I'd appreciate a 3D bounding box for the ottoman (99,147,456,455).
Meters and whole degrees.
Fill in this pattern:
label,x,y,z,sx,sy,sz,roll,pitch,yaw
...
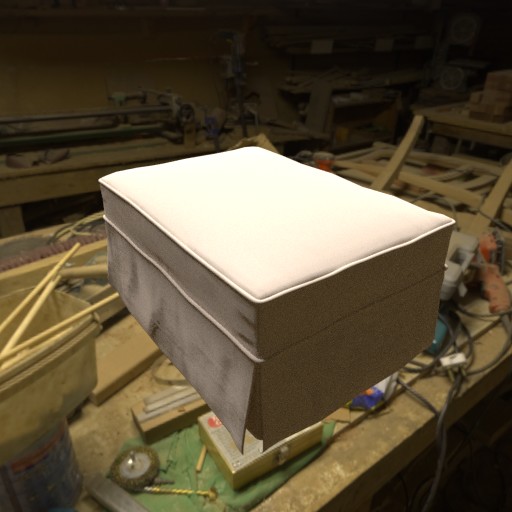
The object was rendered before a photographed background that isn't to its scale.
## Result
label,x,y,z,sx,sy,sz,roll,pitch,yaw
ottoman,0.000,0.000,1.377,0.703,0.479,0.944,-19,34,-31
